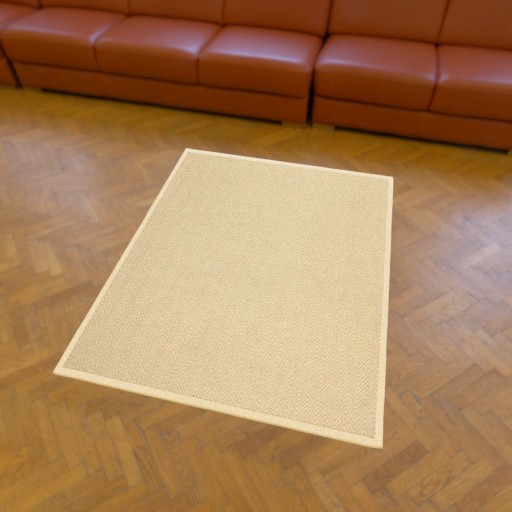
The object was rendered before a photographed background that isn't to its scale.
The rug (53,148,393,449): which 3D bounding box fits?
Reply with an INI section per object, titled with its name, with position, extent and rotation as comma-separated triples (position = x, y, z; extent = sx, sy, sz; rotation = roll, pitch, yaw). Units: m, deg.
[rug]
position = 0.000, 0.000, 4.105
extent = 2.423, 0.019, 3.009
rotation = 10, 48, 9
